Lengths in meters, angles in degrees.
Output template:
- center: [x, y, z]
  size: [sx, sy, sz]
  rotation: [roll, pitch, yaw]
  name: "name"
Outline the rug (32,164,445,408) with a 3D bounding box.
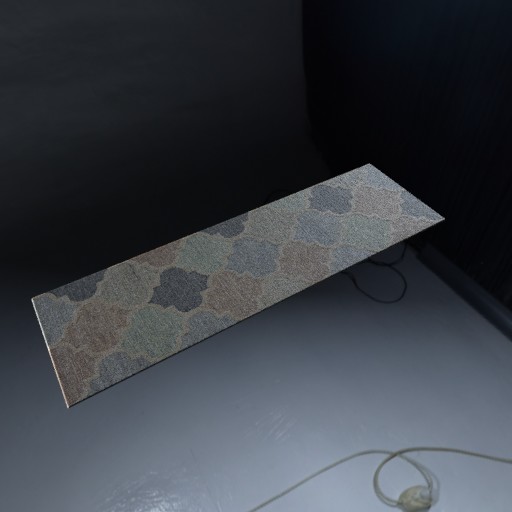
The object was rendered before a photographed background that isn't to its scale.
- center: [0.000, 0.000, 2.489]
  size: [2.287, 0.011, 0.687]
  rotation: [-24, 51, -21]
  name: "rug"
